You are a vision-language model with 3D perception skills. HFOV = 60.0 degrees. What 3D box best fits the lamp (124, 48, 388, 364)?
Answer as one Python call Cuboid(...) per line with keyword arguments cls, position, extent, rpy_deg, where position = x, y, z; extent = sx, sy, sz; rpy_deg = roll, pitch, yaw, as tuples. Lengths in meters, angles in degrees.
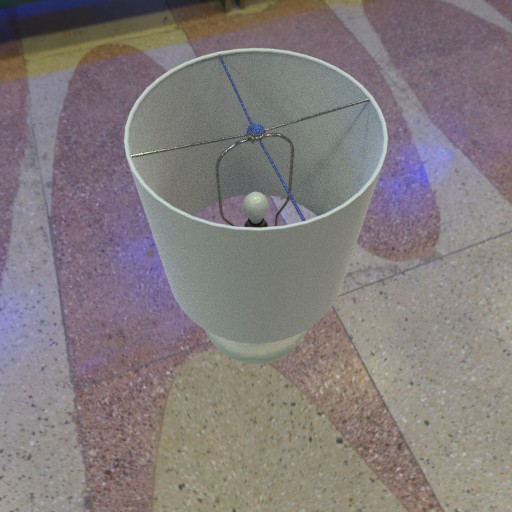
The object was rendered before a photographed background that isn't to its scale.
Cuboid(cls="lamp", position=(0.000, 0.000, 0.538), extent=(0.217, 0.404, 0.217), rpy_deg=(-16, 59, -10))
